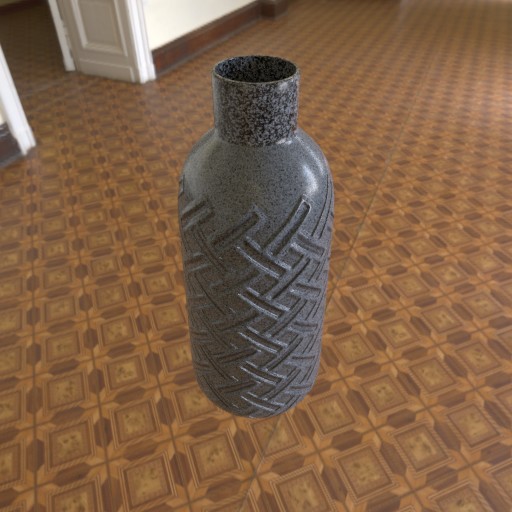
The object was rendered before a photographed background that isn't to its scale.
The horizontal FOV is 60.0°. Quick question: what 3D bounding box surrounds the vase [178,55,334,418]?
[{"bbox_3d":[0.000,0.000,0.344,0.122,0.282,0.122,0,41,0],"label":"vase"}]
